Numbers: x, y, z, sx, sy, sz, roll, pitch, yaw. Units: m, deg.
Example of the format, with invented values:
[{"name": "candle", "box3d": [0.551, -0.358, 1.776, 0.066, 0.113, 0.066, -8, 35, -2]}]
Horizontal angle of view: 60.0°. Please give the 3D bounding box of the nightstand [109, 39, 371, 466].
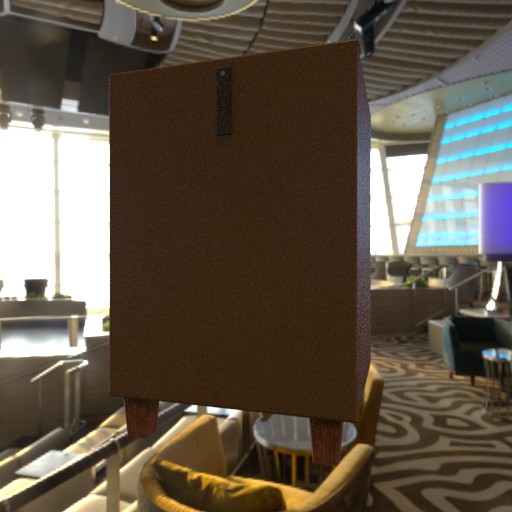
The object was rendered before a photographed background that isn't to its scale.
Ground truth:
[{"name": "nightstand", "box3d": [0.000, 0.000, 0.969, 0.465, 0.695, 0.410, 0, 0, 18]}]
